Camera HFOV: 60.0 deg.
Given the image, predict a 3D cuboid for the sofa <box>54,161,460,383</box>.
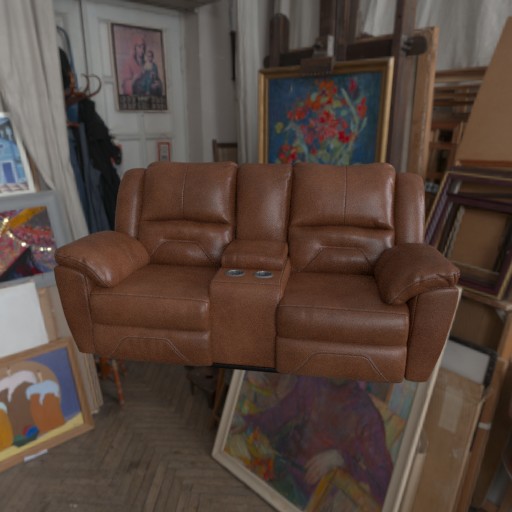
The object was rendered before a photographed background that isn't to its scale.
[{"bbox_3d":[0.000,0.000,2.619,2.058,1.043,0.991,3,17,9],"label":"sofa"}]
